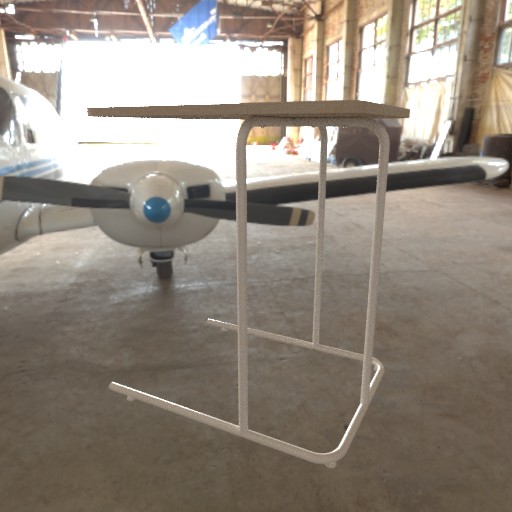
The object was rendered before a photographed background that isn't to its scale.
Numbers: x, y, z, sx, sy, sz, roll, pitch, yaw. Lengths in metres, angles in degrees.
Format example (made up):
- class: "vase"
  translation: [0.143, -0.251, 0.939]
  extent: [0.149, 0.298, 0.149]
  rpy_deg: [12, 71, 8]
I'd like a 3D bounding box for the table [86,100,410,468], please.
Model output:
- class: "table"
  translation: [0.000, 0.000, 0.871]
  extent: [0.480, 0.550, 0.370]
  rpy_deg: [8, 18, 27]
